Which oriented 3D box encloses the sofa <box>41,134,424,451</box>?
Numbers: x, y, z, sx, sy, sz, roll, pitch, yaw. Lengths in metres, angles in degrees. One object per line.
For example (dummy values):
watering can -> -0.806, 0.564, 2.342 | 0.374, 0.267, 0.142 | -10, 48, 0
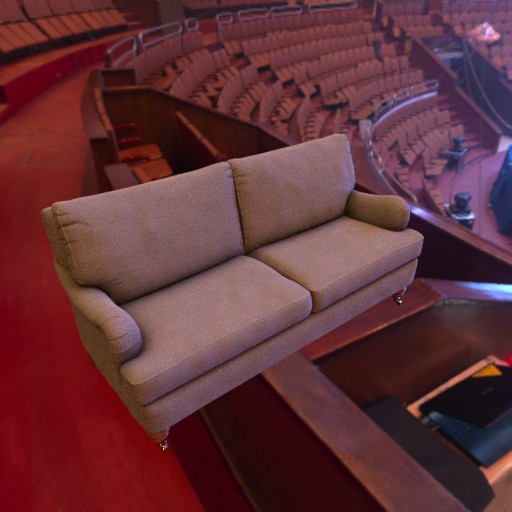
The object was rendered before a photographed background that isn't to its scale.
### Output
sofa -> 0.000, 0.000, 2.793 | 2.193, 1.096, 1.069 | -22, 38, -32
